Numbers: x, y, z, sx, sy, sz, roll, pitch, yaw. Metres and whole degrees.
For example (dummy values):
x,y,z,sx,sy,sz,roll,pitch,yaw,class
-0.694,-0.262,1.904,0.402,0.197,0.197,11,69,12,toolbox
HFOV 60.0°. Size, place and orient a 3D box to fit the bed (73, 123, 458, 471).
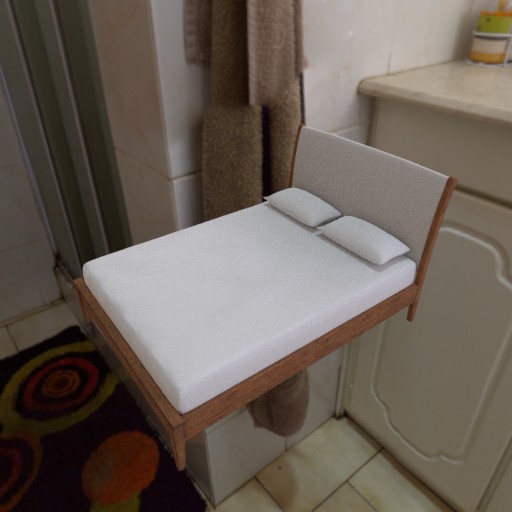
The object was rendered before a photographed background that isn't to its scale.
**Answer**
x,y,z,sx,sy,sz,roll,pitch,yaw,class
0.000,0.000,3.045,2.108,1.135,1.502,-22,39,-30,bed
